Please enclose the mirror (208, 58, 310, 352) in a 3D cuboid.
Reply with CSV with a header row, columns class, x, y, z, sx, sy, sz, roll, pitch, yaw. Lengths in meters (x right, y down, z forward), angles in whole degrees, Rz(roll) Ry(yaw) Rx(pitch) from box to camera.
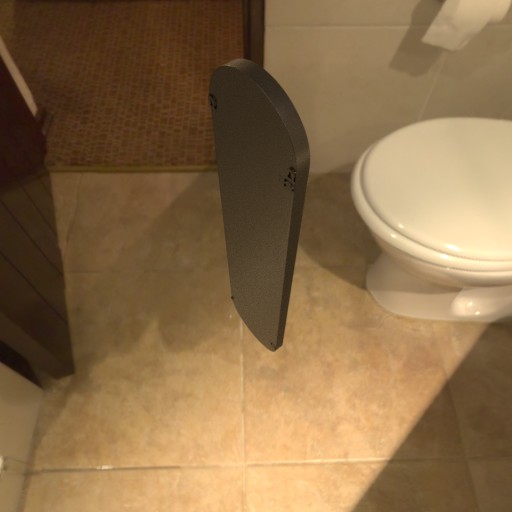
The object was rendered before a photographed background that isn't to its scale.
class,x,y,z,sx,sy,sz,roll,pitch,yaw
mirror,0.000,0.000,1.040,0.032,0.991,0.222,-34,65,-18
